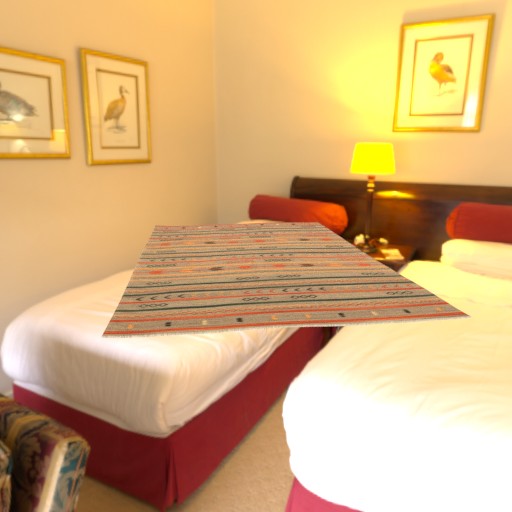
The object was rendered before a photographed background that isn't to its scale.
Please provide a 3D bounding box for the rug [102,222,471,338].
[{"bbox_3d":[0.000,0.000,2.971,1.537,0.029,2.439,-2,14,-8],"label":"rug"}]
